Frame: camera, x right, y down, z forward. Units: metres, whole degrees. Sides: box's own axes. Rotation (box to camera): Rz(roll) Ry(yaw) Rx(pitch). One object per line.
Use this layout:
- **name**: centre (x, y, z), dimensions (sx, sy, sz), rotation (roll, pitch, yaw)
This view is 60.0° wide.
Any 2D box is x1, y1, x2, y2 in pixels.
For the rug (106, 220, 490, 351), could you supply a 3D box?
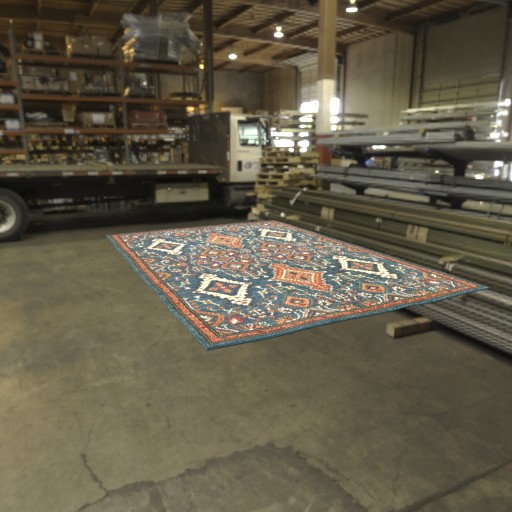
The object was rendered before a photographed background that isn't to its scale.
- **rug**: centre (0.000, 0.000, 3.020), dimensions (1.622, 0.009, 2.373), rotation (-7, 16, -26)
